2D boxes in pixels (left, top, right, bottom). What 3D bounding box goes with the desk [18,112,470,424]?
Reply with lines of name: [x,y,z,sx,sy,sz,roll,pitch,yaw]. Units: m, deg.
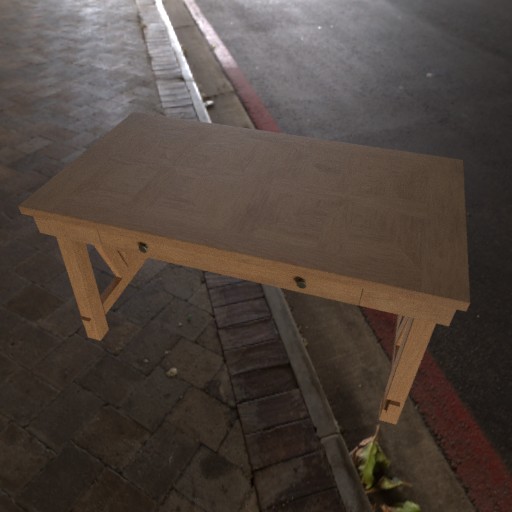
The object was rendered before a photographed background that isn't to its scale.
desk: [0.000,0.000,1.932,1.499,0.762,0.813,12,43,13]
